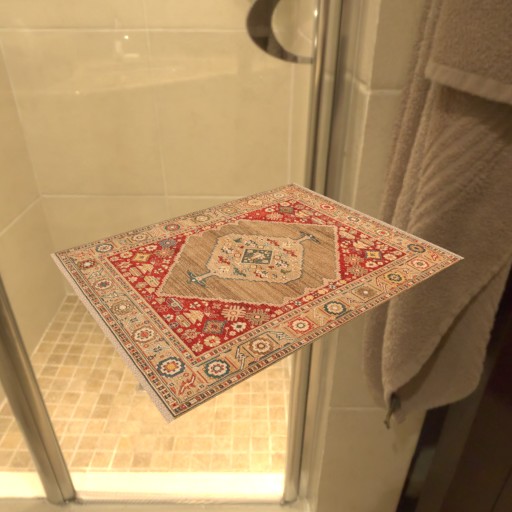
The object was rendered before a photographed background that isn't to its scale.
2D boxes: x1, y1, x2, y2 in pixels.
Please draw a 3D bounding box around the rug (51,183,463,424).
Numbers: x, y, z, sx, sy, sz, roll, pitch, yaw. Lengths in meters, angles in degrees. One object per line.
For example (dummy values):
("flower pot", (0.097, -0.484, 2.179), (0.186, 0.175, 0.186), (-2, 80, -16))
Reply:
("rug", (0.000, 0.000, 4.239), (3.143, 0.008, 2.451), (-21, 36, -31))
